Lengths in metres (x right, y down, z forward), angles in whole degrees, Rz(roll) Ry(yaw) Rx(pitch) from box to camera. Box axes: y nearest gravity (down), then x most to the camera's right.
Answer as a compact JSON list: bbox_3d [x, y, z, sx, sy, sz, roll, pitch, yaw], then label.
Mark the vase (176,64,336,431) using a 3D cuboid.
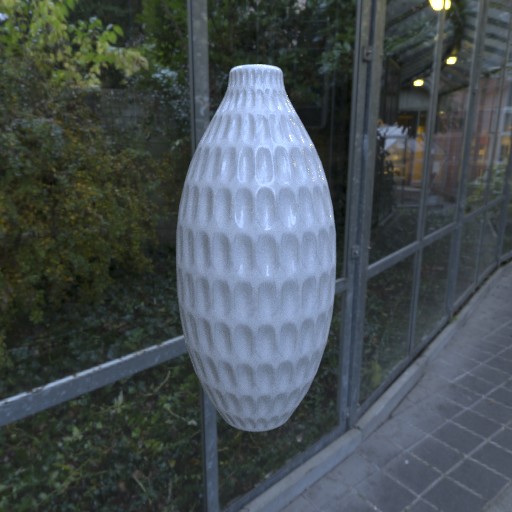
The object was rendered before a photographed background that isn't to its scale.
[{"bbox_3d":[0.000,0.000,0.357,0.127,0.282,0.127,0,14,0],"label":"vase"}]
